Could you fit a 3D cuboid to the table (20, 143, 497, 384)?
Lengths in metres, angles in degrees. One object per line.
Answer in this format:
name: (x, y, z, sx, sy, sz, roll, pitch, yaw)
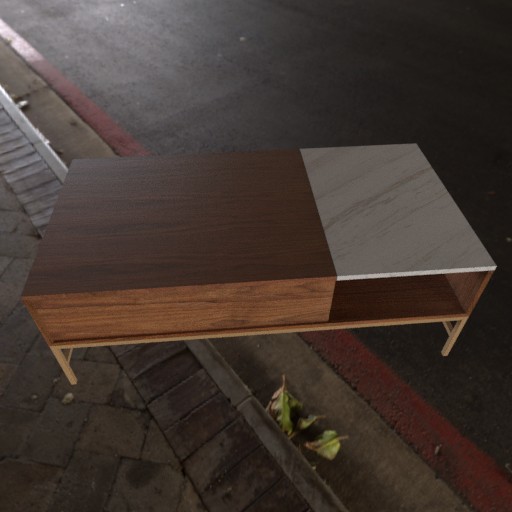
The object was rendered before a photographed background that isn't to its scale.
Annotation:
table: (0.000, 0.000, 1.913, 1.553, 0.551, 0.789, -3, 45, -4)
